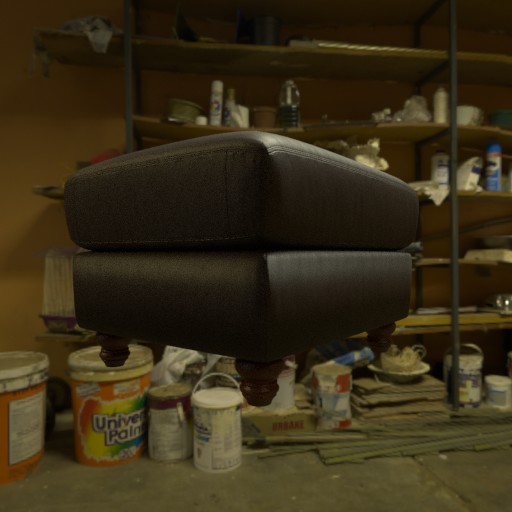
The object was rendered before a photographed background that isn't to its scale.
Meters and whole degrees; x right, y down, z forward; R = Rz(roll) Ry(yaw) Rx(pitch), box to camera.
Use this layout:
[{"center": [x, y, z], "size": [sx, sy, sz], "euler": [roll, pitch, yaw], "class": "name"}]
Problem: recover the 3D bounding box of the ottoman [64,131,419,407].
[{"center": [0.000, 0.000, 1.239], "size": [0.670, 0.569, 0.806], "euler": [0, 0, 38], "class": "ottoman"}]
